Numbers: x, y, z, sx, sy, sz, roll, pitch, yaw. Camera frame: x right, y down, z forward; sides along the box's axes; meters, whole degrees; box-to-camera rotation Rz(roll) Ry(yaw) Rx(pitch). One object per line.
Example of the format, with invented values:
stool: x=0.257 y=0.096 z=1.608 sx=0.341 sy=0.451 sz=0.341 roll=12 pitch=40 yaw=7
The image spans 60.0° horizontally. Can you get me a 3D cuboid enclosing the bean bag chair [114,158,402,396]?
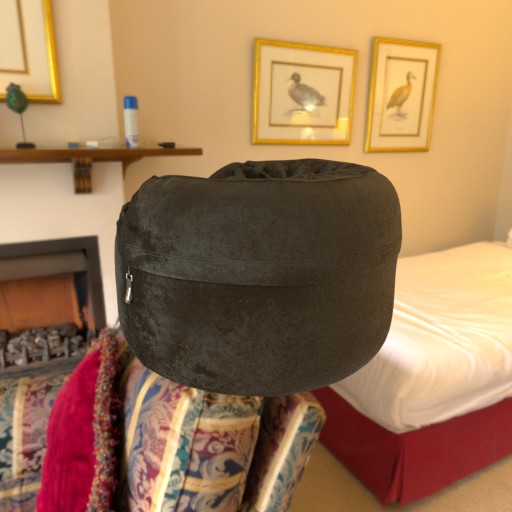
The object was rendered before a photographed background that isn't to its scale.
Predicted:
bean bag chair: x=0.000 y=0.000 z=1.483 sx=0.918 sy=0.605 sz=0.918 roll=0 pitch=16 yaw=0
